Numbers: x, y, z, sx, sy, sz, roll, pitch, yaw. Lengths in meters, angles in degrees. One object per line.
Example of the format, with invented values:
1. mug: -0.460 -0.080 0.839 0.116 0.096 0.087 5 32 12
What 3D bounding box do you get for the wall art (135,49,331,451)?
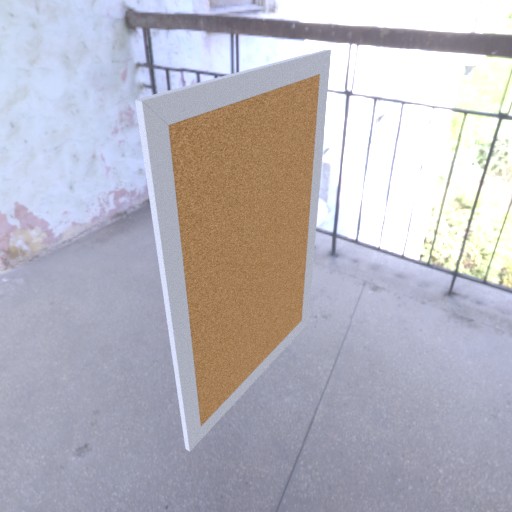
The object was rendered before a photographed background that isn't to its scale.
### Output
1. wall art: 0.000 0.000 0.833 0.011 0.659 0.454 21 39 29
